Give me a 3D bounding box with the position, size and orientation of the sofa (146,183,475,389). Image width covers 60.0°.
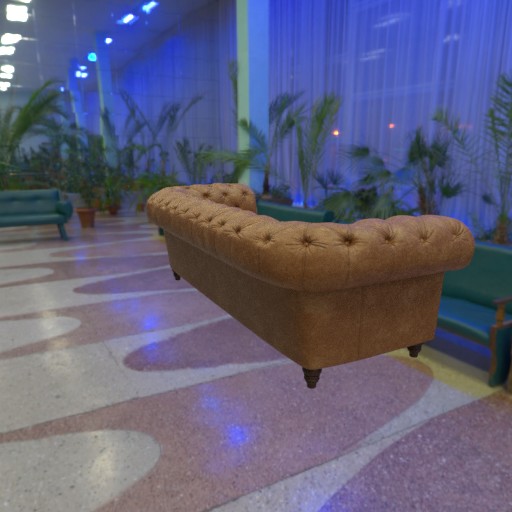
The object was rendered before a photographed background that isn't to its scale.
[{"bbox_3d":[0.000,0.000,2.801,0.989,0.760,2.365,-7,16,-27],"label":"sofa"}]
